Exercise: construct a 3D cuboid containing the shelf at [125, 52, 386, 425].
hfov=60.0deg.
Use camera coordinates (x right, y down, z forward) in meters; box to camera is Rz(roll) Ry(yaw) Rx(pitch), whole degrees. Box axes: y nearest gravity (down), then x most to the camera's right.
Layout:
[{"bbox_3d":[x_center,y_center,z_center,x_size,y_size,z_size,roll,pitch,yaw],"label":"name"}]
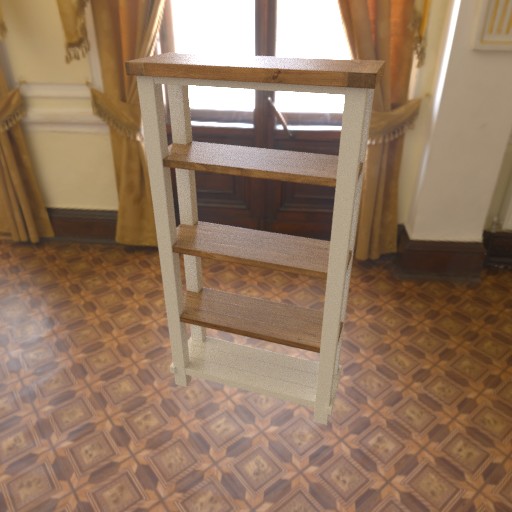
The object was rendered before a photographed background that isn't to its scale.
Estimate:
[{"bbox_3d":[0.000,0.000,2.319,1.022,1.878,0.381,10,32,16],"label":"shelf"}]
